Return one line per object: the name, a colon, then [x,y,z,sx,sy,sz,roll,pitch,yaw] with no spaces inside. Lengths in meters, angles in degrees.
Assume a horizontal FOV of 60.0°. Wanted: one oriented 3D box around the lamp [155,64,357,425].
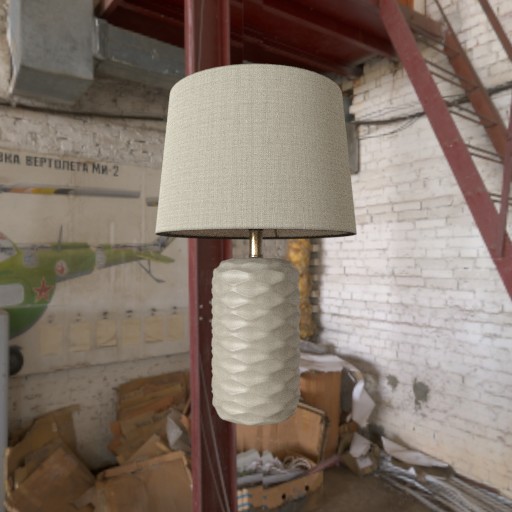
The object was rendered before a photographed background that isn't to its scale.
lamp: [0.000,0.000,0.847,0.376,0.594,0.376,0,0,0]
